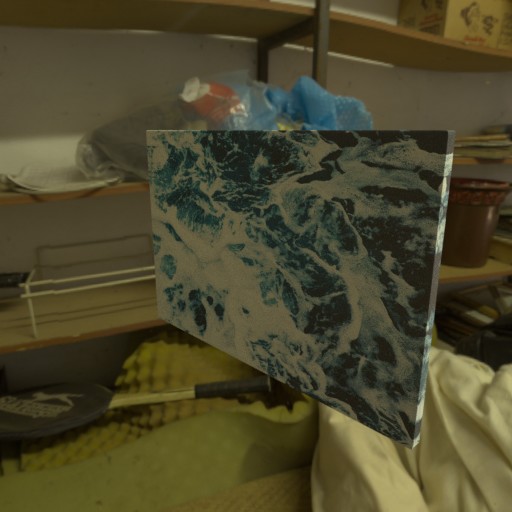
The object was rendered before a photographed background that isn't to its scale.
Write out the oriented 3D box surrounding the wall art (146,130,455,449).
[{"bbox_3d":[0.000,0.000,1.864,0.055,1.017,1.524,-15,22,-43],"label":"wall art"}]
